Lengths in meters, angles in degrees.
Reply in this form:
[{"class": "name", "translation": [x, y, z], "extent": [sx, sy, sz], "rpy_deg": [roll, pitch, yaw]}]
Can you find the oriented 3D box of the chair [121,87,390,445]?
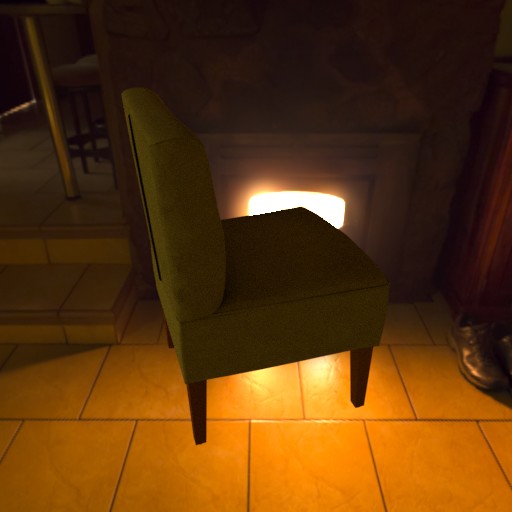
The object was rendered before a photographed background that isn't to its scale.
[{"class": "chair", "translation": [0.000, 0.000, 1.160], "extent": [0.554, 0.806, 0.521], "rpy_deg": [-10, 31, -17]}]
